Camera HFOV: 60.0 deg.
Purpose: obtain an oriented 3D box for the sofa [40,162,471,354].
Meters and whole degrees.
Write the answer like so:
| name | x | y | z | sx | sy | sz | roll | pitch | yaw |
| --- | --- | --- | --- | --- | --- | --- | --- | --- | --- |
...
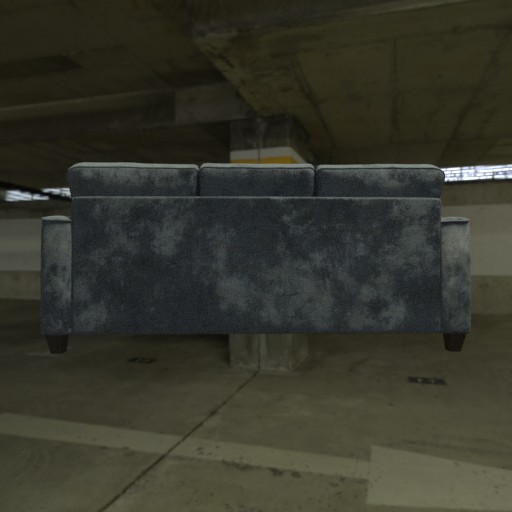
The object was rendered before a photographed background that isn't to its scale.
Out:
| name | x | y | z | sx | sy | sz | roll | pitch | yaw |
| --- | --- | --- | --- | --- | --- | --- | --- | --- | --- |
| sofa | 0.000 | 0.000 | 2.618 | 2.133 | 0.965 | 0.939 | 0 | -1 | -1 |
